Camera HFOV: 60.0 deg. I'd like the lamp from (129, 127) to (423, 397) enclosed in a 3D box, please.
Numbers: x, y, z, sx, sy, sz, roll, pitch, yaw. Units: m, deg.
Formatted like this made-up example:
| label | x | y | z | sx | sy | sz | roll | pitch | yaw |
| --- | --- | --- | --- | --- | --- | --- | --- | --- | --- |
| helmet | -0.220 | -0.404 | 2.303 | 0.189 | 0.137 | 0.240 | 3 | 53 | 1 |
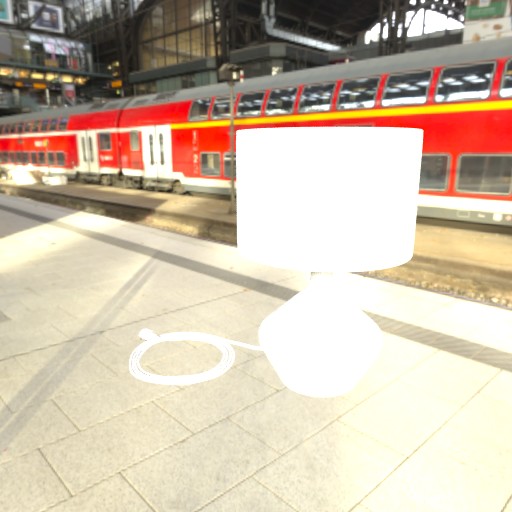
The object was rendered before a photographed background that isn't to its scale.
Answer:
| label | x | y | z | sx | sy | sz | roll | pitch | yaw |
| --- | --- | --- | --- | --- | --- | --- | --- | --- | --- |
| lamp | 0.000 | 0.000 | 0.849 | 0.546 | 0.457 | 0.401 | 13 | 19 | 43 |
